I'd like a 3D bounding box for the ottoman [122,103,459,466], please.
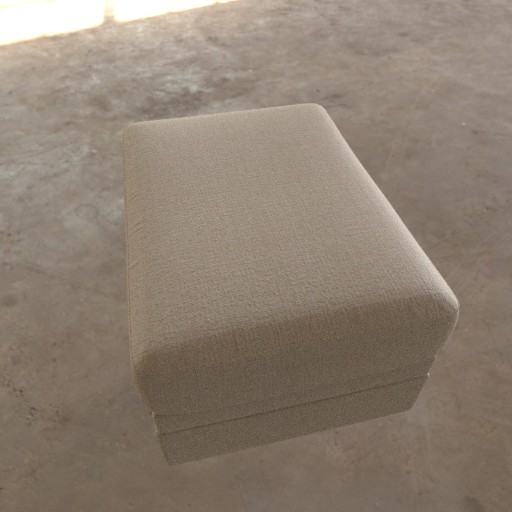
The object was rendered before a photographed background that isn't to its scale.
[{"bbox_3d":[0.000,0.000,1.202,0.637,0.478,0.885,-9,47,-9],"label":"ottoman"}]
